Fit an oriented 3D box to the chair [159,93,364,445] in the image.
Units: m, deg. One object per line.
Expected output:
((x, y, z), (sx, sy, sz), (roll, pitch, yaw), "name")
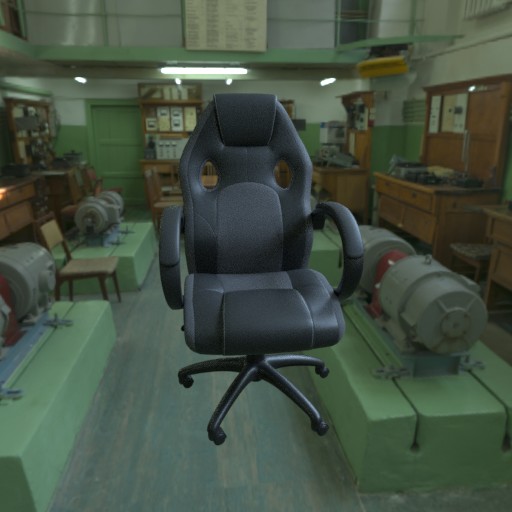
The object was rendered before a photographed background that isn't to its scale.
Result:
((0.000, 0.000, 1.667), (0.673, 1.187, 0.724), (-2, 17, -7), "chair")
